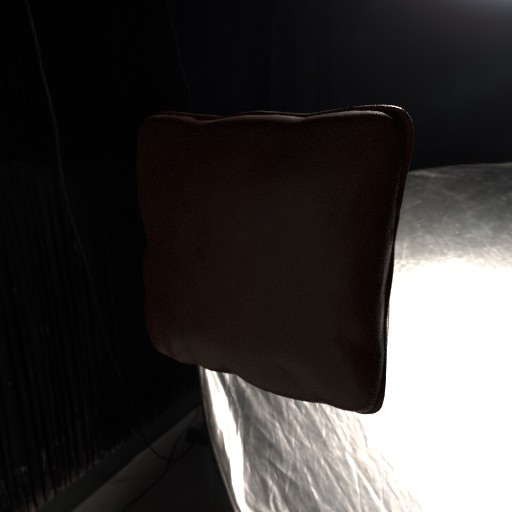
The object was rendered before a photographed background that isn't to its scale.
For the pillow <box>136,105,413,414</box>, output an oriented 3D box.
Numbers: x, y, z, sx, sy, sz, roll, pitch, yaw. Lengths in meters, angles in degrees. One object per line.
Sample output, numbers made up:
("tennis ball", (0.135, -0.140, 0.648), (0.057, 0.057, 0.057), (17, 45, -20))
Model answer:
("pillow", (0.000, 0.000, 0.831), (0.532, 0.523, 0.236), (9, 18, 29))
